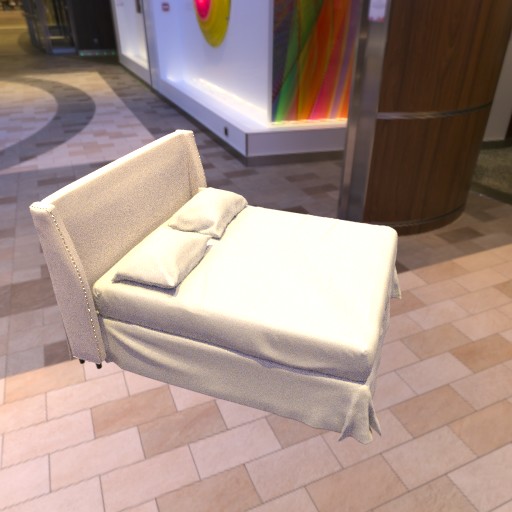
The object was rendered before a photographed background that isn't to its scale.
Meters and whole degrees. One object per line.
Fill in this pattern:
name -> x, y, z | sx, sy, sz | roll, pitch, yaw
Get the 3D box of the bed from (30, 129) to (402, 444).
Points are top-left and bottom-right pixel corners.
bed -> 0.000, 0.000, 3.446 | 2.276, 1.332, 1.925 | 11, 32, 17
